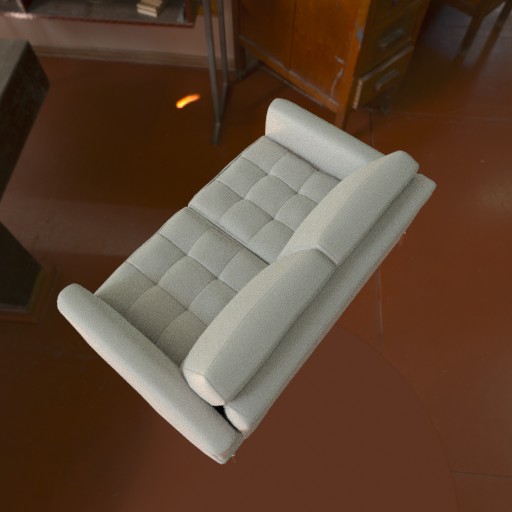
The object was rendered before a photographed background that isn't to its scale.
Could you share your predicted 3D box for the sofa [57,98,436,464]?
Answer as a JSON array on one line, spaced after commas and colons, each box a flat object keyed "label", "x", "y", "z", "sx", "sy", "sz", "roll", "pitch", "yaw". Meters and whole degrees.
[{"label": "sofa", "x": 0.000, "y": 0.000, "z": 2.392, "sx": 1.121, "sy": 0.930, "sz": 1.819, "roll": 36, "pitch": 68, "yaw": 17}]
